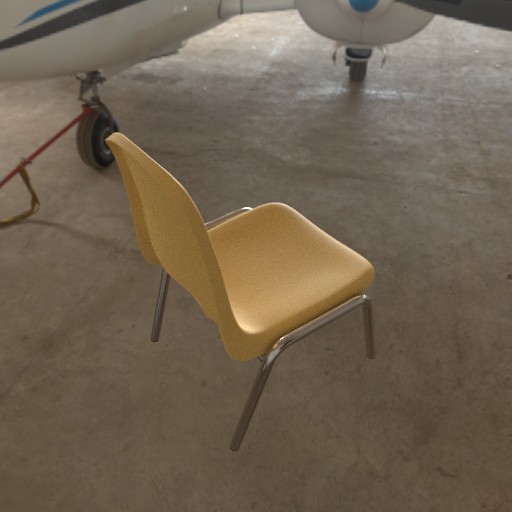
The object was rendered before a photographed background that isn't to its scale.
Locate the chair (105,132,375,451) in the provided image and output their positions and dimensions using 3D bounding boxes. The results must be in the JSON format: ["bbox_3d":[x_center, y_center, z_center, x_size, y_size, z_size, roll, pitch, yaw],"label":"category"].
[{"bbox_3d":[0.000,0.000,0.803,0.385,0.536,0.354,-26,47,-27],"label":"chair"}]
